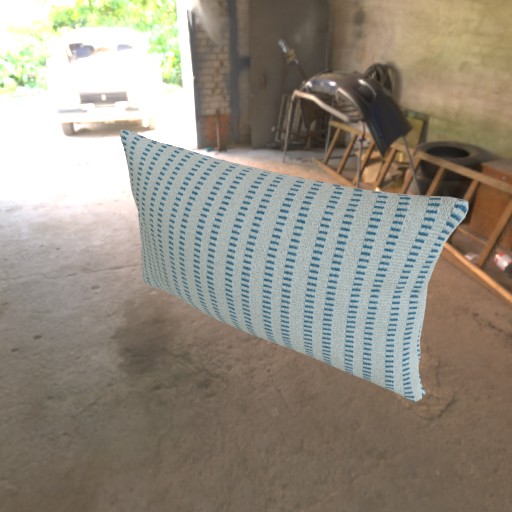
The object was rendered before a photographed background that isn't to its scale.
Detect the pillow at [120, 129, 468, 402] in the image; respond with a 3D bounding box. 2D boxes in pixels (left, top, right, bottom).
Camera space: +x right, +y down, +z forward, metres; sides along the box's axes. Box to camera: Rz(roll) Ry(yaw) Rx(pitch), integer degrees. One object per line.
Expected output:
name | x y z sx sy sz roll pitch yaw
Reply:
pillow | 0.000 0.000 0.780 0.640 0.353 0.210 19 35 29
